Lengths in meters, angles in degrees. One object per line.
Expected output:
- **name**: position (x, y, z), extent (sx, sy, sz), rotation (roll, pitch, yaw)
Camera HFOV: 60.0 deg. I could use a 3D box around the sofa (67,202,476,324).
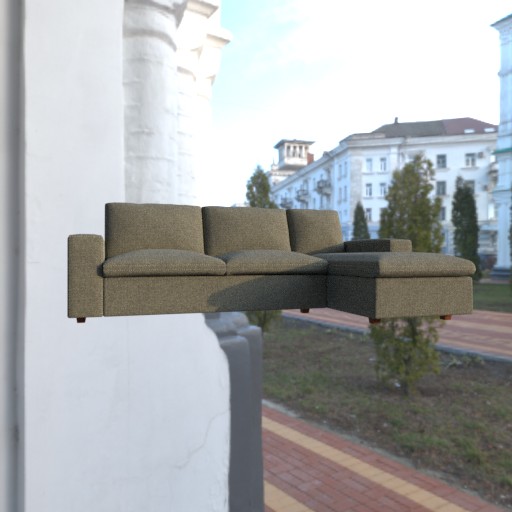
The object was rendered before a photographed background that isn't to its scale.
- **sofa**: position (0.000, 0.000, 3.484), extent (2.718, 0.940, 1.689), rotation (0, 0, -18)
